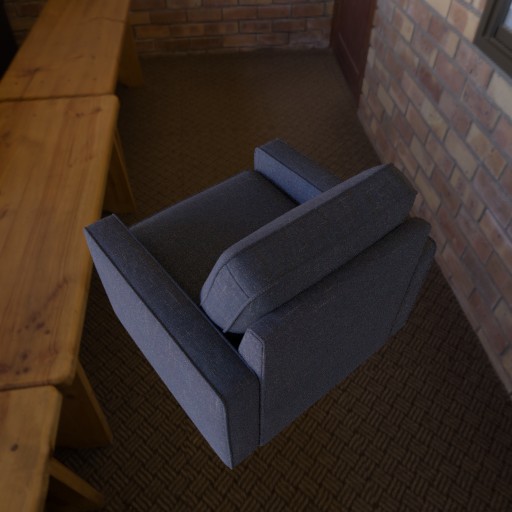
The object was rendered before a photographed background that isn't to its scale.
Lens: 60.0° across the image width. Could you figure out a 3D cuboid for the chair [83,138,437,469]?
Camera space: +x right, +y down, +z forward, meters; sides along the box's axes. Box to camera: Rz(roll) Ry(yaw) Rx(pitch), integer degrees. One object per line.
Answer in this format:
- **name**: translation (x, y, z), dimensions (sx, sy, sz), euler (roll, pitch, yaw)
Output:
- **chair**: translation (0.000, 0.000, 1.743), dimensions (1.017, 0.919, 0.940), euler (-31, 54, -25)
